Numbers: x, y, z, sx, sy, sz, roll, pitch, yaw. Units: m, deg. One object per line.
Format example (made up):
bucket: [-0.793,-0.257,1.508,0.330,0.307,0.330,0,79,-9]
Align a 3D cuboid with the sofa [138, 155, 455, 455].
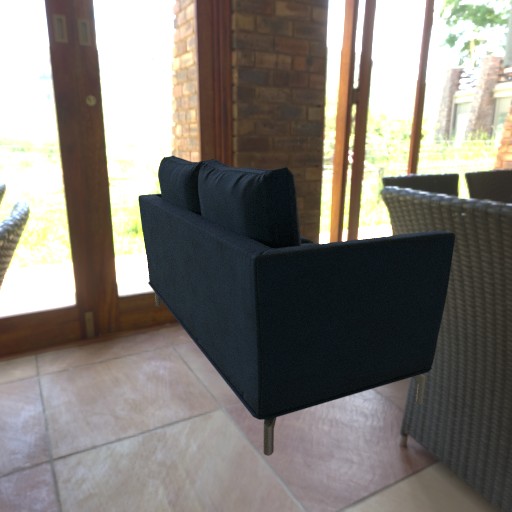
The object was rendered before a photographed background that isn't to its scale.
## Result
sofa: [0.000,0.000,2.327,0.853,1.002,1.770,-7,16,-25]
